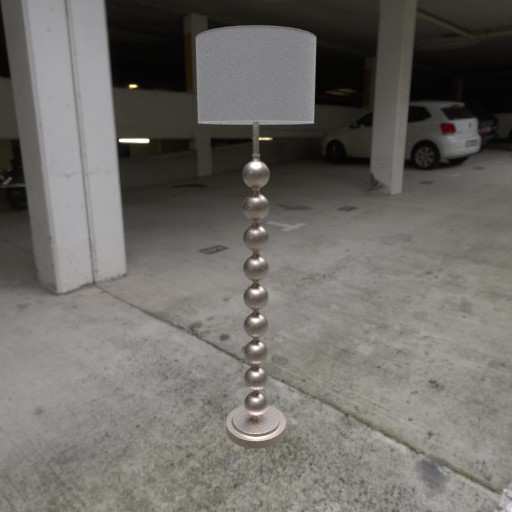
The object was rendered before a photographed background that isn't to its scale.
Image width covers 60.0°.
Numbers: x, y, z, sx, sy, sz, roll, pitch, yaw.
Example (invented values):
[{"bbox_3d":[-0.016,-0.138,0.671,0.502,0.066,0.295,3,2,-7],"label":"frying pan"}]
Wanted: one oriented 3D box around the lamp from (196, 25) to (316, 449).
[{"bbox_3d":[0.000,0.000,1.638,0.394,1.474,0.394,14,21,42],"label":"lamp"}]
